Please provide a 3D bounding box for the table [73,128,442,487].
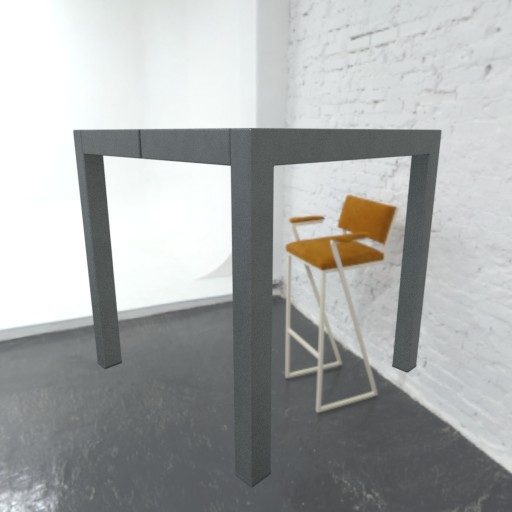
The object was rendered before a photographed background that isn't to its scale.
[{"bbox_3d":[0.000,0.000,0.927,0.508,0.508,0.508,-15,21,-42],"label":"table"}]
